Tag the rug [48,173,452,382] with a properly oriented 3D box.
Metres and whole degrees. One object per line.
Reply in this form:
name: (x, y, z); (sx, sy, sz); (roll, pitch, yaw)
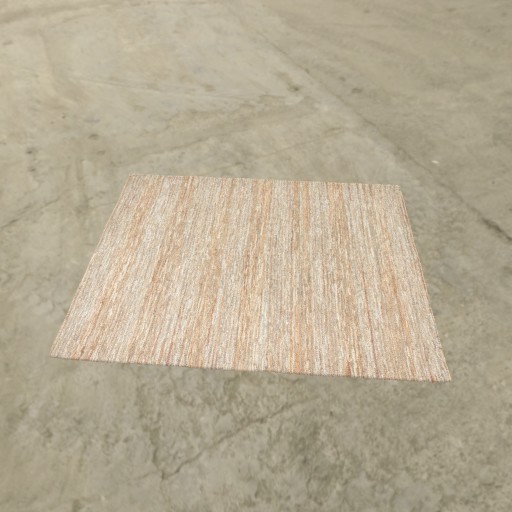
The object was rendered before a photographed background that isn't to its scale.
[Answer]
rug: (0.000, 0.000, 3.986); (2.939, 0.009, 2.313); (3, 46, 3)
